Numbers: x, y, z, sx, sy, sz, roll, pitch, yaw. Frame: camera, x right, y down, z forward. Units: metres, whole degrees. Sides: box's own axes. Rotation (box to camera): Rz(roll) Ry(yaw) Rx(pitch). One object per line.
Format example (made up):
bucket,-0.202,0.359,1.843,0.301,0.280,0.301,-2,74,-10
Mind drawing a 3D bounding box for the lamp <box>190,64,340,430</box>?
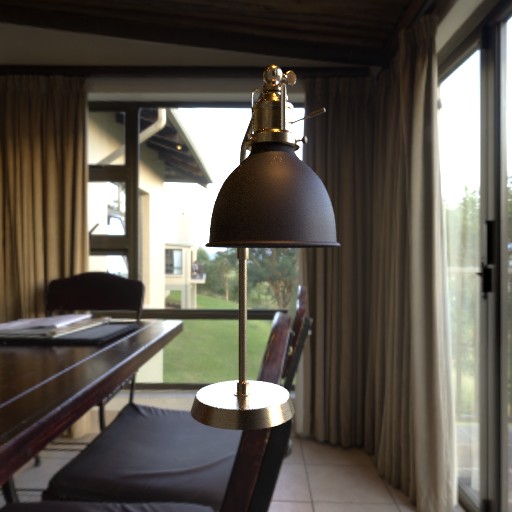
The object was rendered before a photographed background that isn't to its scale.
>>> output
lamp,0.000,0.000,0.592,0.160,0.456,0.291,0,0,-17
